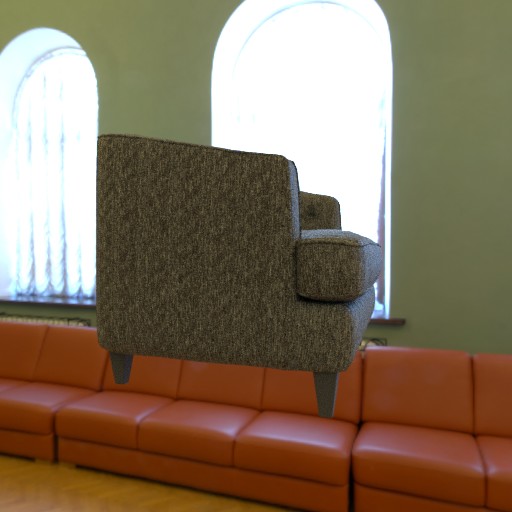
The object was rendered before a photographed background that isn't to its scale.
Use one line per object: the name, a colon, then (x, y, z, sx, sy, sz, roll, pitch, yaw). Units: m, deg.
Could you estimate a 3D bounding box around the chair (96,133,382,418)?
chair: (0.000, 0.000, 1.753, 0.941, 0.852, 1.104, 0, 1, 18)
